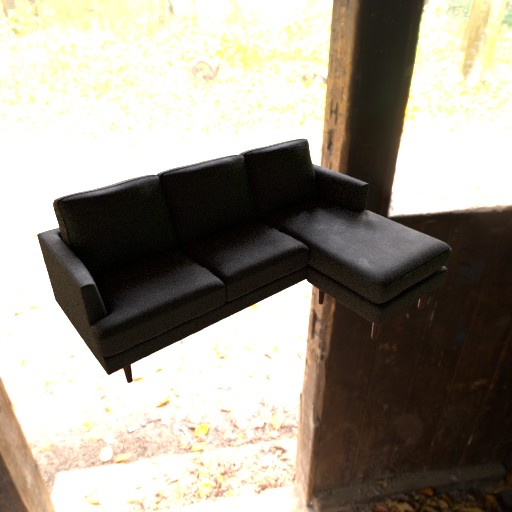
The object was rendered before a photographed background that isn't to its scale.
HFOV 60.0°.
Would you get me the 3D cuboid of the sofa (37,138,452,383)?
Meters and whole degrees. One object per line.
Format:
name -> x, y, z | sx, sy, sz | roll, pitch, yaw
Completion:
sofa -> 0.000, 0.000, 2.875 | 2.233, 0.956, 1.504 | -22, 37, -33
